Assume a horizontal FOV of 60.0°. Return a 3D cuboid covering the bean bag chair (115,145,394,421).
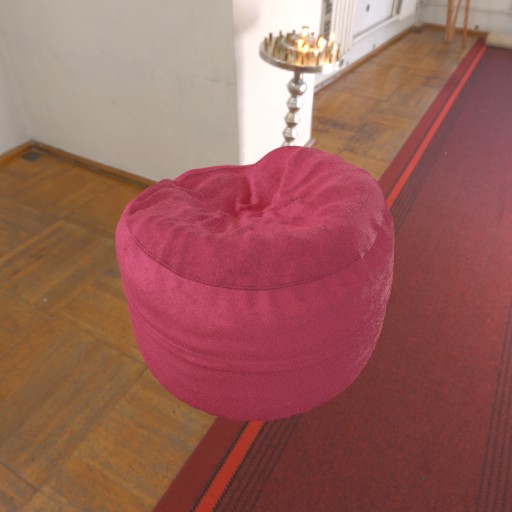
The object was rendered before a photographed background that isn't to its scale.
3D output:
[{"bbox_3d":[0.000,0.000,2.005,1.218,0.788,1.218,0,41,0],"label":"bean bag chair"}]
